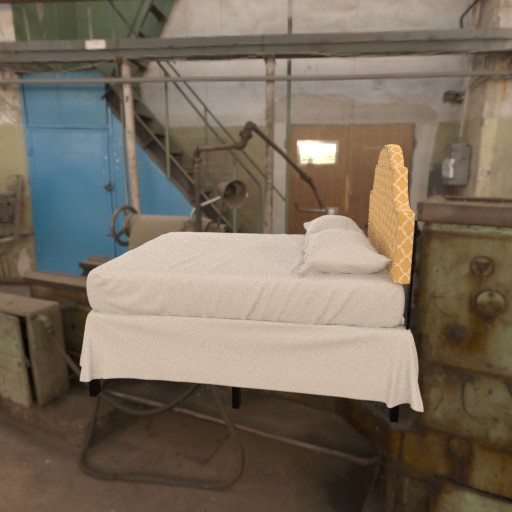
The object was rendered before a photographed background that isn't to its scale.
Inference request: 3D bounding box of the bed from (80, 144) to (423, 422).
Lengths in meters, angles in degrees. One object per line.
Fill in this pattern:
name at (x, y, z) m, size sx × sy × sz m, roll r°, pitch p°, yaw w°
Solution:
bed at (0.000, 0.000, 3.359) m, size 2.222 × 1.633 × 1.780 m, roll 2°, pitch 13°, yaw 8°
